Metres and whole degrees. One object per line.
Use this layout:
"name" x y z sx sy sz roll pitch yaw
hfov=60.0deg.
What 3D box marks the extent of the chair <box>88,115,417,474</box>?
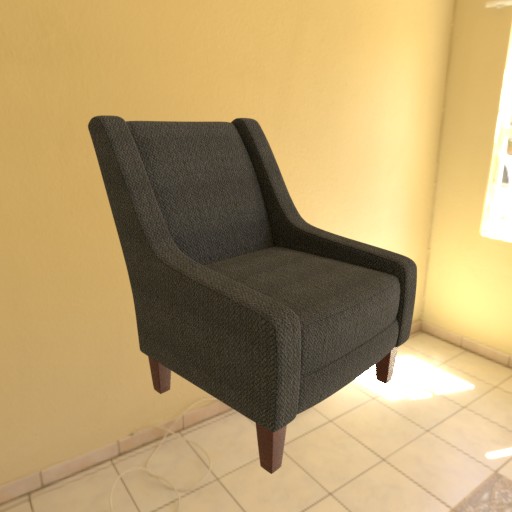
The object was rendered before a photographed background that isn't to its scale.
"chair" 0.000 0.000 1.670 0.944 1.012 0.793 16 22 43
